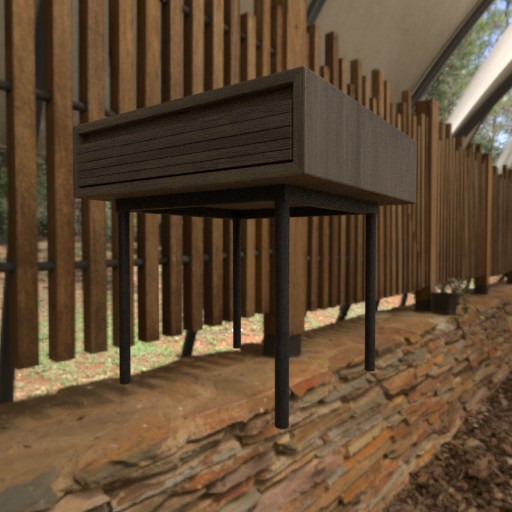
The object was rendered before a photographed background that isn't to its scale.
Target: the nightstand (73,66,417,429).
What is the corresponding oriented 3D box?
[{"bbox_3d":[0.000,0.000,0.908,0.502,0.497,0.503,1,2,35],"label":"nightstand"}]
